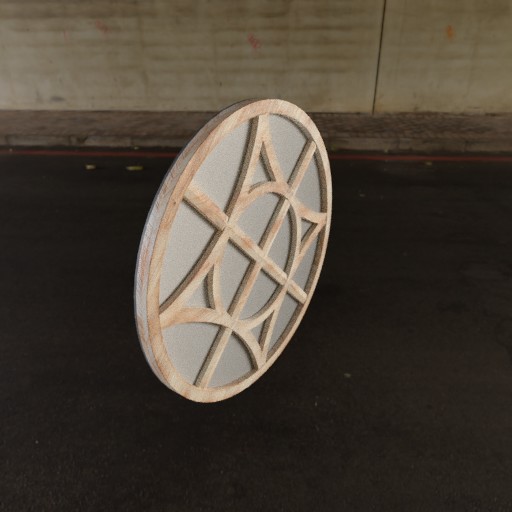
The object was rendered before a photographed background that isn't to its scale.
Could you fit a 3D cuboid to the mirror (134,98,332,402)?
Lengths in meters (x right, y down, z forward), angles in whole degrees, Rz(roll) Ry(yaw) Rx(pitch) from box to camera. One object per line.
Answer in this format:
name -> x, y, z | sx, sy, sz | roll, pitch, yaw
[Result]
mirror -> 0.000, 0.000, 1.059 | 0.038, 0.710, 0.710 | 17, 31, 32
